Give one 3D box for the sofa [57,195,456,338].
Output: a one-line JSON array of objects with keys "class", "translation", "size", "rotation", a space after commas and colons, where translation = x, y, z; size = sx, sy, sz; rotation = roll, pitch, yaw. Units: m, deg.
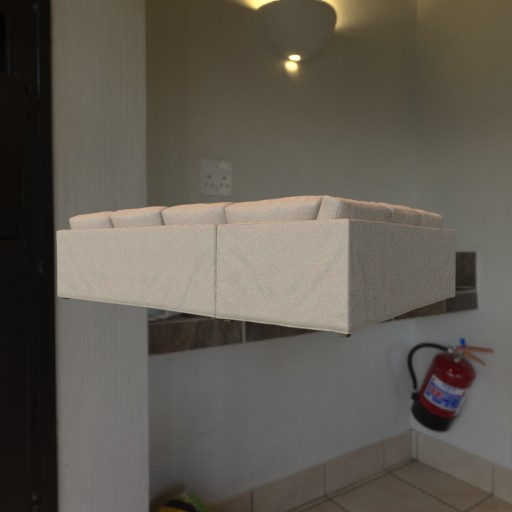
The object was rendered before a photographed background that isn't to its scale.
[{"class": "sofa", "translation": [0.000, 0.000, 4.421], "size": [3.182, 0.871, 2.432], "rotation": [1, 2, 37]}]
